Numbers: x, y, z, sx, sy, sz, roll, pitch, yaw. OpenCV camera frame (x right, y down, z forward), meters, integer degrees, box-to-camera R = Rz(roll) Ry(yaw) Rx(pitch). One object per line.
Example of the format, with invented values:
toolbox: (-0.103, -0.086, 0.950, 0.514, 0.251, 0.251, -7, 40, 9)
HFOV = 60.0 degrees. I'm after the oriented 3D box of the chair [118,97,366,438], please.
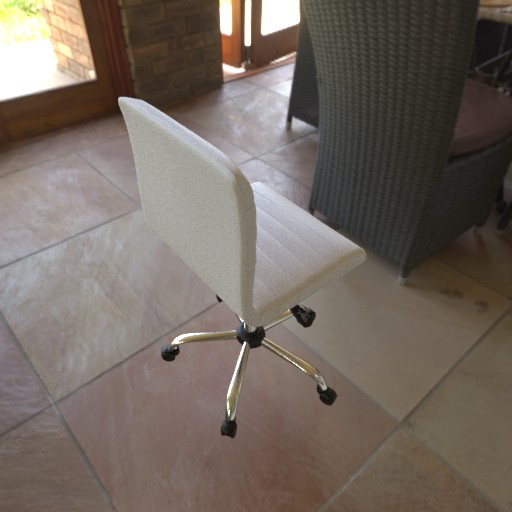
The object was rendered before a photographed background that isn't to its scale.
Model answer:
chair: (0.000, 0.000, 1.044, 0.455, 0.750, 0.520, -27, 48, -28)
